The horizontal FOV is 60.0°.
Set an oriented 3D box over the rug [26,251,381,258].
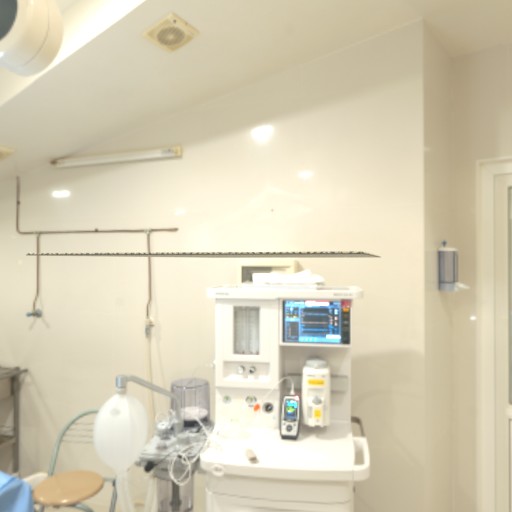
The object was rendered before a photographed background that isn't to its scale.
[{"bbox_3d":[0.000,0.000,2.184,1.144,0.008,1.752,0,-1,17],"label":"rug"}]
